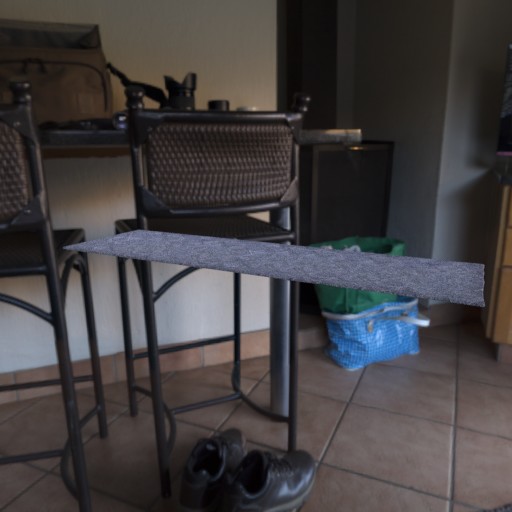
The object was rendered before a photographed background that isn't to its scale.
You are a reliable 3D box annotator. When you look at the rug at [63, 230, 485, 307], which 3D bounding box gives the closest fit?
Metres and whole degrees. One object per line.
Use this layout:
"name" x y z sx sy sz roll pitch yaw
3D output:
"rug" 0.000 0.000 2.487 2.296 0.011 0.691 7 15 26
